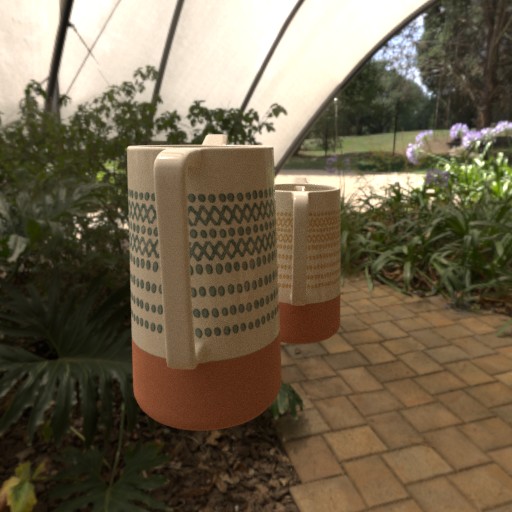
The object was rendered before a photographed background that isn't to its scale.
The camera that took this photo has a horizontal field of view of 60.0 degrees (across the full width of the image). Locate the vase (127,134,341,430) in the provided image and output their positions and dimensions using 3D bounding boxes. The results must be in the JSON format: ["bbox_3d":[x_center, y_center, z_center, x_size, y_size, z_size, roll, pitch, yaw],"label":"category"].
[{"bbox_3d":[0.000,0.000,0.467,0.168,0.247,0.326,14,21,43],"label":"vase"}]
